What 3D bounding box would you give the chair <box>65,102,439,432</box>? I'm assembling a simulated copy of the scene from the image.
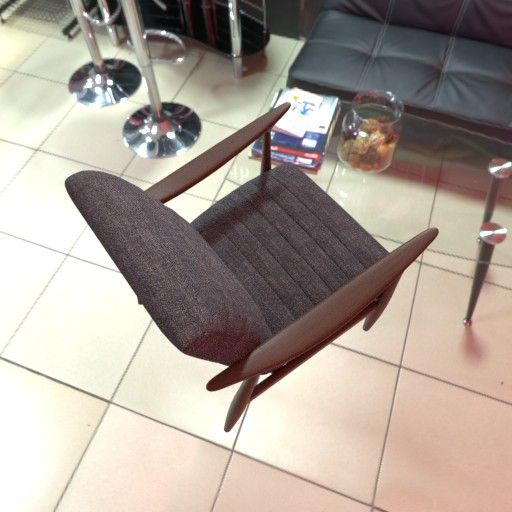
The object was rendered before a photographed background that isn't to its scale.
[{"bbox_3d":[0.000,0.000,1.434,0.798,0.832,0.741,-33,64,-18],"label":"chair"}]
